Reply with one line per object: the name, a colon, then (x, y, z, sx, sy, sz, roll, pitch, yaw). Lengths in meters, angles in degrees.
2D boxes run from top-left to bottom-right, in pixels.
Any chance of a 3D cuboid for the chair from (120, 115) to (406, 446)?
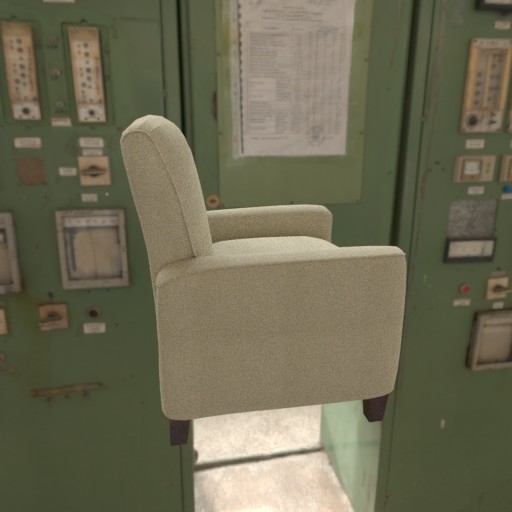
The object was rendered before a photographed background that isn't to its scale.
chair: (0.000, 0.000, 1.668, 0.853, 1.006, 0.850, -3, 17, -10)
